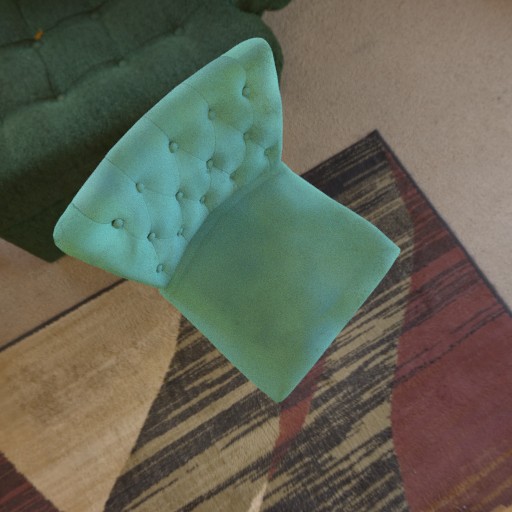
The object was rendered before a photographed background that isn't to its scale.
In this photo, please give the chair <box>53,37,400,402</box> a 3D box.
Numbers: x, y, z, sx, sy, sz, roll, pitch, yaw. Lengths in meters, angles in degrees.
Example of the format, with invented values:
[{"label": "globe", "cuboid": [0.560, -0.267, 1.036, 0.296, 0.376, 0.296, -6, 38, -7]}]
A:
[{"label": "chair", "cuboid": [0.000, 0.000, 1.165, 0.605, 0.750, 0.582, 40, 79, 9]}]
